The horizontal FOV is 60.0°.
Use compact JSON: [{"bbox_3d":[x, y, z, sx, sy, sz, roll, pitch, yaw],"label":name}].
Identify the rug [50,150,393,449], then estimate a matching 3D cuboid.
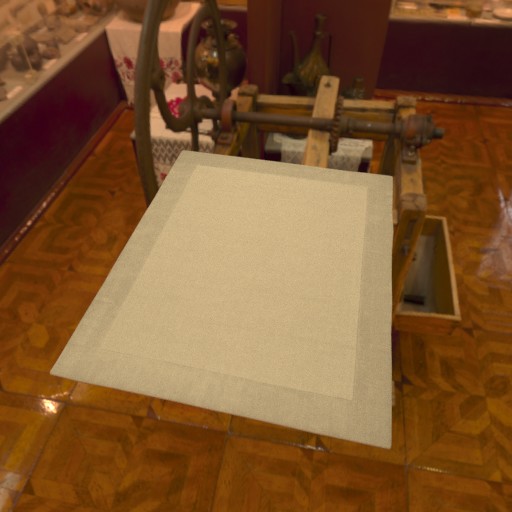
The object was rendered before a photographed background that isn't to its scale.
[{"bbox_3d":[0.000,0.000,4.019,2.430,0.018,2.976,9,47,8],"label":"rug"}]
